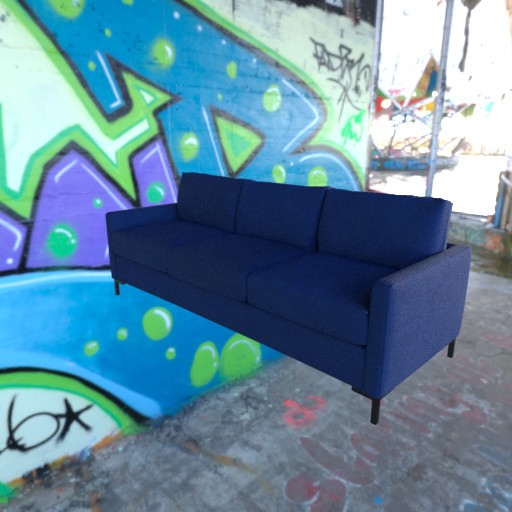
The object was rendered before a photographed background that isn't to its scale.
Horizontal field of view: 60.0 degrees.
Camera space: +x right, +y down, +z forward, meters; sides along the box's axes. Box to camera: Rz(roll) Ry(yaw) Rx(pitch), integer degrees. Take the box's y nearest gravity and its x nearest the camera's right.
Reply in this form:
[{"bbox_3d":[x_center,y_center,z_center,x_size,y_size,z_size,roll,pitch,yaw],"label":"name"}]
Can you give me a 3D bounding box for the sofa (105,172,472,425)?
[{"bbox_3d":[0.000,0.000,2.736,2.252,0.879,0.875,15,22,42],"label":"sofa"}]
